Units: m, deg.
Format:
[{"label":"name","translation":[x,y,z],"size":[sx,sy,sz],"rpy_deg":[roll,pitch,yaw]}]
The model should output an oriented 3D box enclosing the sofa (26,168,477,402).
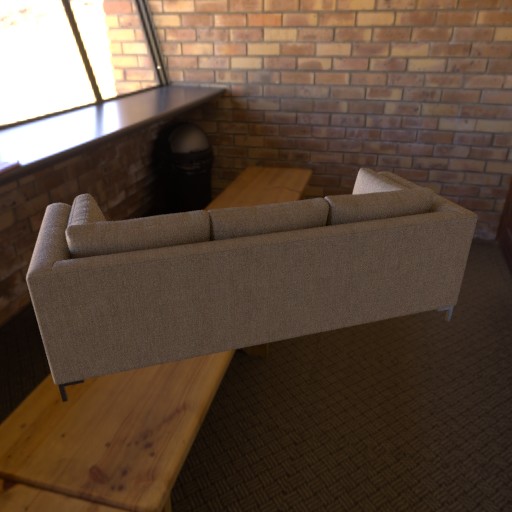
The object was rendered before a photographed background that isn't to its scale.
[{"label":"sofa","translation":[0.000,0.000,2.805],"size":[2.415,0.867,0.969],"rpy_deg":[-8,28,-16]}]
